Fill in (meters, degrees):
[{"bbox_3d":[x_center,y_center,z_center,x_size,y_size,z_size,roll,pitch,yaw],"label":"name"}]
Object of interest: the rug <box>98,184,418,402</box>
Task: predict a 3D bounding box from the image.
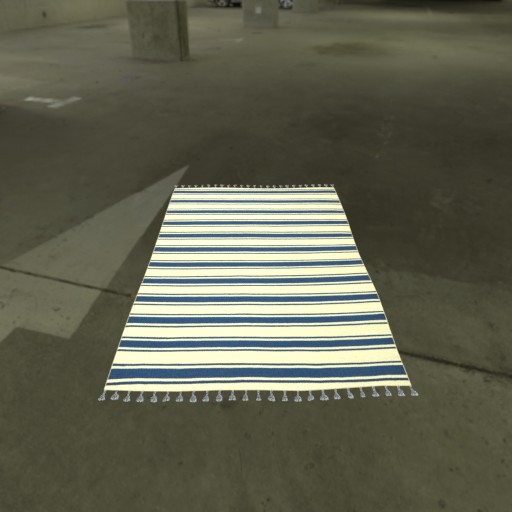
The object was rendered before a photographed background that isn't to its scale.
[{"bbox_3d":[0.000,0.000,2.599,1.248,0.009,2.108,0,32,-1],"label":"rug"}]
